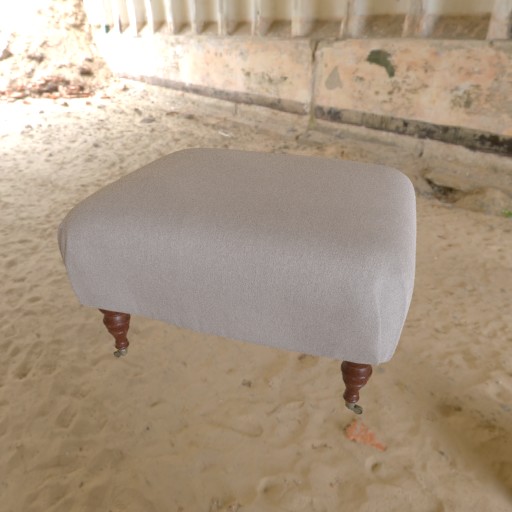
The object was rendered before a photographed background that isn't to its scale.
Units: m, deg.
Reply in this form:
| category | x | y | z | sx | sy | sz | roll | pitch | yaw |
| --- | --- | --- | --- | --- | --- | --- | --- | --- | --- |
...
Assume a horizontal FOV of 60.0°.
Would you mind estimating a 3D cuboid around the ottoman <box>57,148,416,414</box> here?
| category | x | y | z | sx | sy | sz | roll | pitch | yaw |
| --- | --- | --- | --- | --- | --- | --- | --- | --- | --- |
| ottoman | 0.000 | 0.000 | 1.135 | 0.746 | 0.450 | 0.622 | 9 | 29 | 16 |
